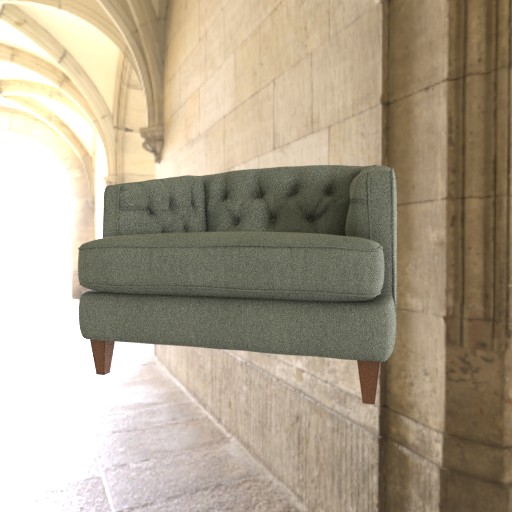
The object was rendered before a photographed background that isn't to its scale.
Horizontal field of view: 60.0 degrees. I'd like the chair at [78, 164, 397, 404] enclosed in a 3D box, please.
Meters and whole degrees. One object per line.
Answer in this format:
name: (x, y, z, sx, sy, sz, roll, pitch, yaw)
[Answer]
chair: (0.000, 0.000, 1.794, 1.094, 0.852, 0.945, 0, 1, 18)
